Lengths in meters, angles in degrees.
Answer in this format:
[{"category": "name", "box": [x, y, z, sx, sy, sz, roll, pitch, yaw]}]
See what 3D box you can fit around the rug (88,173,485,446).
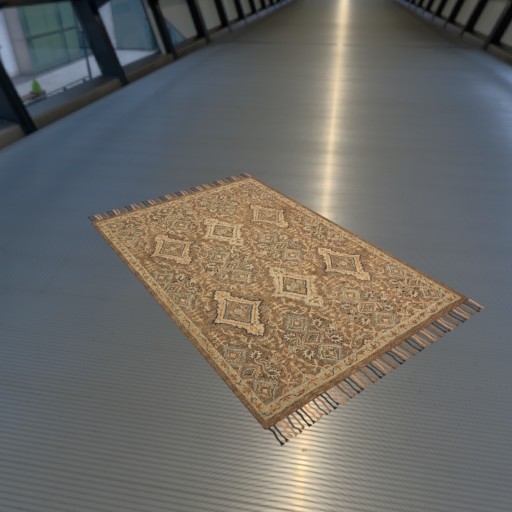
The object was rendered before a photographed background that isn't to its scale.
[{"category": "rug", "box": [0.000, 0.000, 3.020, 1.516, 0.010, 2.434, -22, 39, -29]}]
